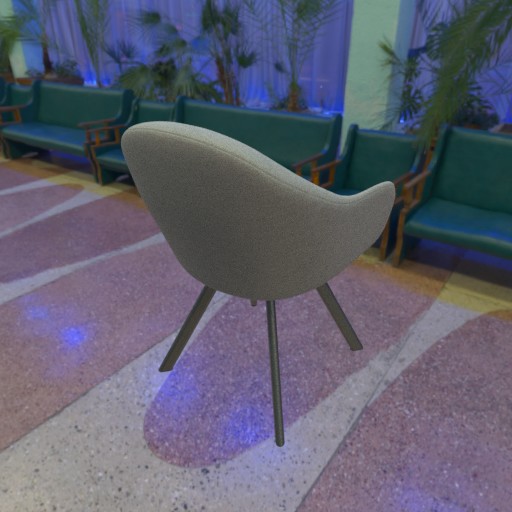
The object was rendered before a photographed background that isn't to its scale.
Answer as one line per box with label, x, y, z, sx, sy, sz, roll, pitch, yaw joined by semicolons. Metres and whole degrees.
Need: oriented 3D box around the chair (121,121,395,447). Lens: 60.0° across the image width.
chair;0.000;0.000;1.192;0.540;0.780;0.570;20;35;32
